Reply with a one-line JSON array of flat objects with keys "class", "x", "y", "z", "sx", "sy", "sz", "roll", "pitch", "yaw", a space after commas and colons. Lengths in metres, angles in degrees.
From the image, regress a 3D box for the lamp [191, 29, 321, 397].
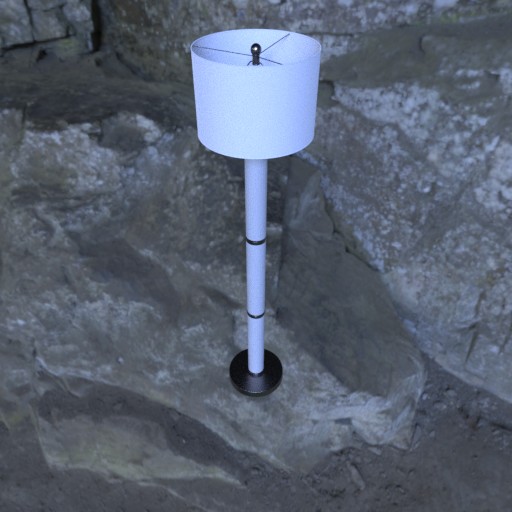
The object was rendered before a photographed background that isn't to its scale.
[{"class": "lamp", "x": 0.000, "y": 0.000, "z": 1.788, "sx": 0.377, "sy": 1.599, "sz": 0.377, "roll": 24, "pitch": 46, "yaw": 26}]
